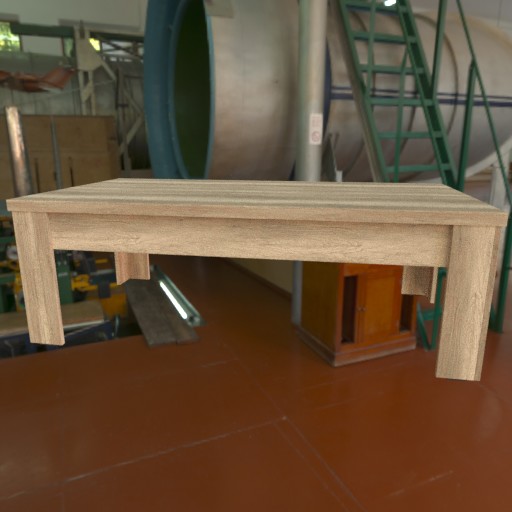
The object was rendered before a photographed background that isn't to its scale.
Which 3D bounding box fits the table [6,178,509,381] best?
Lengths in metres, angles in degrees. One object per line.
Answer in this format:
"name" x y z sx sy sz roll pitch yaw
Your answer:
"table" 0.000 0.000 1.565 1.350 0.460 0.700 3 15 10
